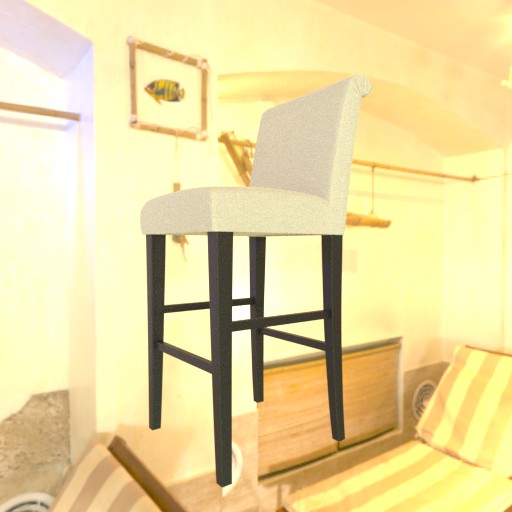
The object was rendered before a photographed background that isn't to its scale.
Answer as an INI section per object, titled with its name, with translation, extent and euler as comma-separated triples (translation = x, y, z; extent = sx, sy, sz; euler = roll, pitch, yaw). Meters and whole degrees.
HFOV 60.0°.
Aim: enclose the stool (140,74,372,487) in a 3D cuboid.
[stool]
translation = 0.000, 0.000, 1.415
extent = 0.597, 1.124, 0.452
euler = -1, 2, -37
